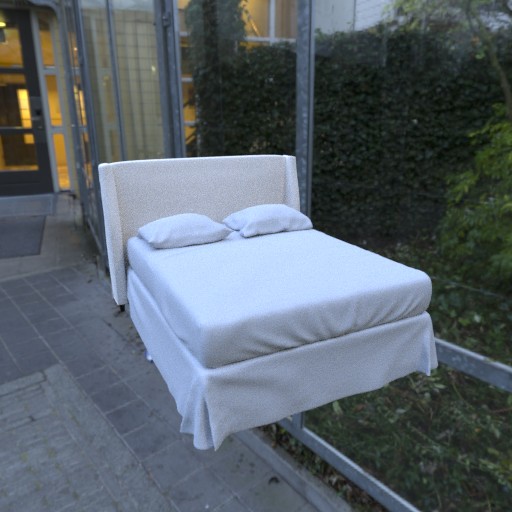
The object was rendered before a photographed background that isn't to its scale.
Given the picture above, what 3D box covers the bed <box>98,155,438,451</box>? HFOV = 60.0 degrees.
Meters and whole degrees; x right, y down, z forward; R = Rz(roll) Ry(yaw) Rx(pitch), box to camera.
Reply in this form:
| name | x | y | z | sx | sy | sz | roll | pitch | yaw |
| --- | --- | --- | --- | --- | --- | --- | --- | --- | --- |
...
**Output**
| name | x | y | z | sx | sy | sz | roll | pitch | yaw |
| --- | --- | --- | --- | --- | --- | --- | --- | --- | --- |
| bed | 0.000 | 0.000 | 3.444 | 1.925 | 1.332 | 2.276 | -9 | 20 | -25 |
